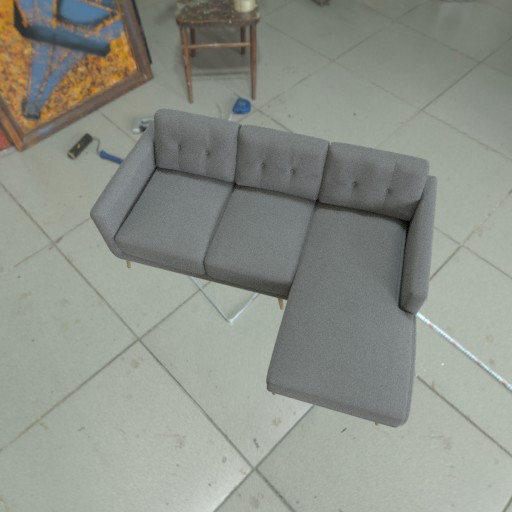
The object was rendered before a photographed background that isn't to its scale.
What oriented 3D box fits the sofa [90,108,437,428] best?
[{"bbox_3d":[0.000,0.000,2.771,2.040,0.860,1.530,14,58,9],"label":"sofa"}]
